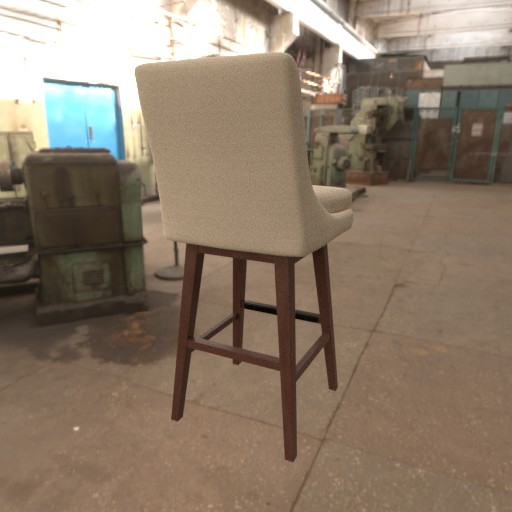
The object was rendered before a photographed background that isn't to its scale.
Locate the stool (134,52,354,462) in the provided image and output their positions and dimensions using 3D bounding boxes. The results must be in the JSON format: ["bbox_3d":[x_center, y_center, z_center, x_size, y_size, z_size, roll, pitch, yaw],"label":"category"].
[{"bbox_3d":[0.000,0.000,1.400,0.483,1.093,0.559,8,18,26],"label":"stool"}]
